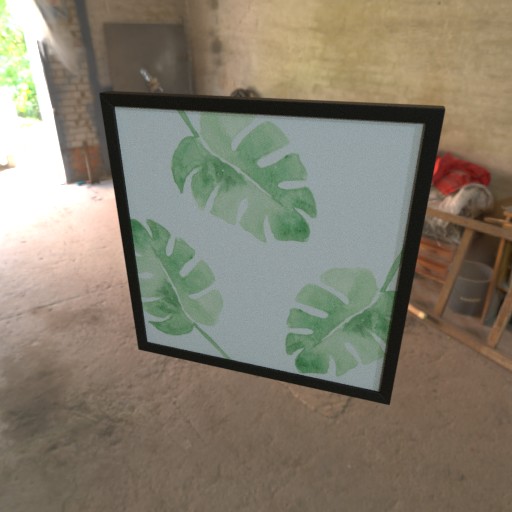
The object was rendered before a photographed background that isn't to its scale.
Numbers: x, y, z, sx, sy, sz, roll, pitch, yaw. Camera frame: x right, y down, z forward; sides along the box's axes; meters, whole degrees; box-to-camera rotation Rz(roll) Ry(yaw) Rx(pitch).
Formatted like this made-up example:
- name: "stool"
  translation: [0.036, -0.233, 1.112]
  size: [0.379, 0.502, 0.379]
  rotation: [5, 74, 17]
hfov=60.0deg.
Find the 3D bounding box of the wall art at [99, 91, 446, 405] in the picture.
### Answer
- name: "wall art"
  translation: [0.000, 0.000, 1.133]
  size: [0.765, 0.765, 0.038]
  rotation: [8, 28, 16]
